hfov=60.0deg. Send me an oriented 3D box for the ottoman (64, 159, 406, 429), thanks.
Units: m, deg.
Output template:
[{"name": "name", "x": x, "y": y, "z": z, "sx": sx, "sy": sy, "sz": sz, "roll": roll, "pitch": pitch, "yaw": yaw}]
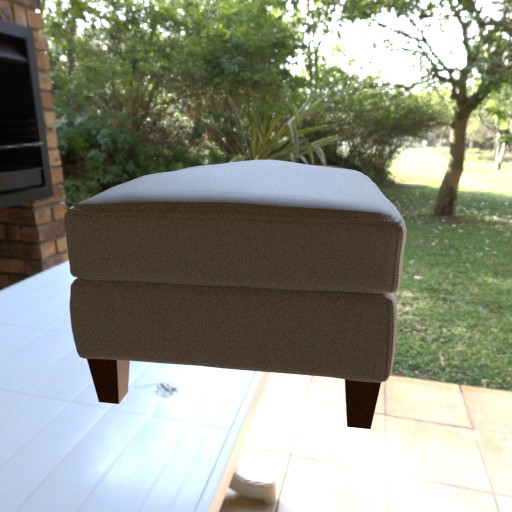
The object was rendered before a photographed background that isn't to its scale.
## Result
[{"name": "ottoman", "x": 0.000, "y": 0.000, "z": 1.185, "sx": 0.634, "sy": 0.479, "sz": 0.818, "roll": 2, "pitch": 16, "yaw": 9}]
